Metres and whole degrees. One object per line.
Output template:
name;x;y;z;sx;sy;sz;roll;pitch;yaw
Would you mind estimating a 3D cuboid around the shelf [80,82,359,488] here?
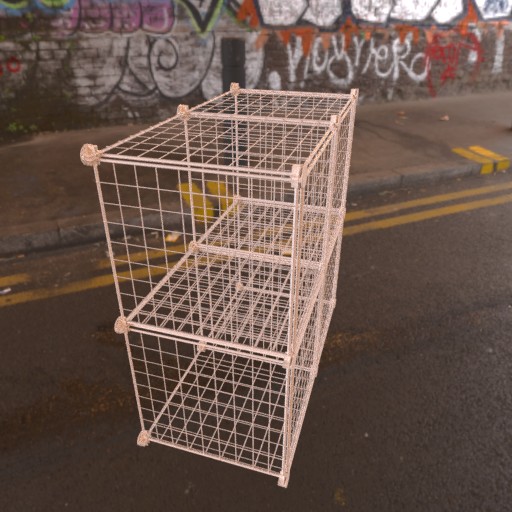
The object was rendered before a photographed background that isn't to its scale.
shelf;0.000;0.000;1.113;0.356;0.711;0.711;9;31;15
